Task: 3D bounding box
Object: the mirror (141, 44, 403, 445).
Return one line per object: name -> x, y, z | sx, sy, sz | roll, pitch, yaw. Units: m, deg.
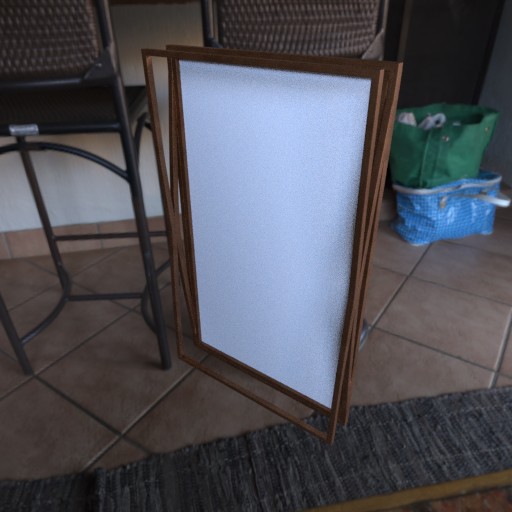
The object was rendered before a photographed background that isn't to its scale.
mirror -> 0.000, 0.000, 0.921 | 0.468, 0.768, 0.082 | 20, 36, 30
